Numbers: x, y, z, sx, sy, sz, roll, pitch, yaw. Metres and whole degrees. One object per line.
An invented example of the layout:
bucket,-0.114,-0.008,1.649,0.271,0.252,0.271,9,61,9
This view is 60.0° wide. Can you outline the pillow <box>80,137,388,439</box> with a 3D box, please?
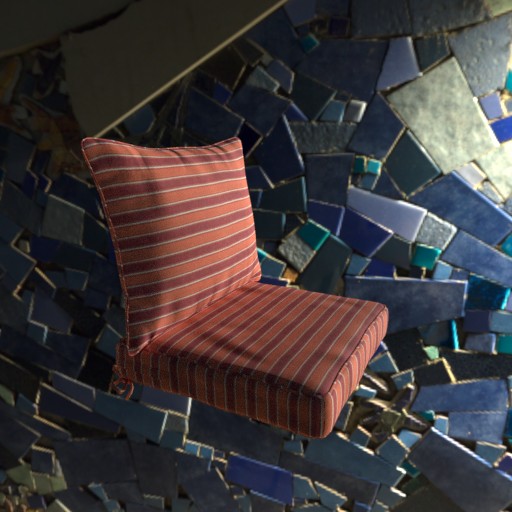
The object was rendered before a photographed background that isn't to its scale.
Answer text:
pillow,0.000,0.000,1.398,0.733,0.723,0.799,8,17,27
